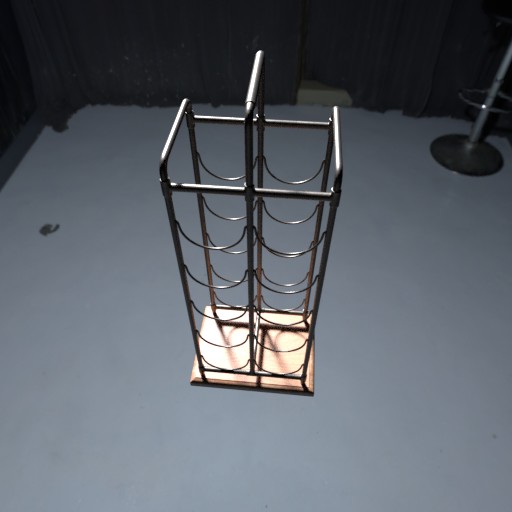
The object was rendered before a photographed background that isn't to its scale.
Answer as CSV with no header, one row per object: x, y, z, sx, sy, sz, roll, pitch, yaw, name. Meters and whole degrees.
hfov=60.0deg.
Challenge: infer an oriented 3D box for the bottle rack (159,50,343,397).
0.000,0.000,0.804,0.276,0.680,0.208,4,49,4,bottle rack
